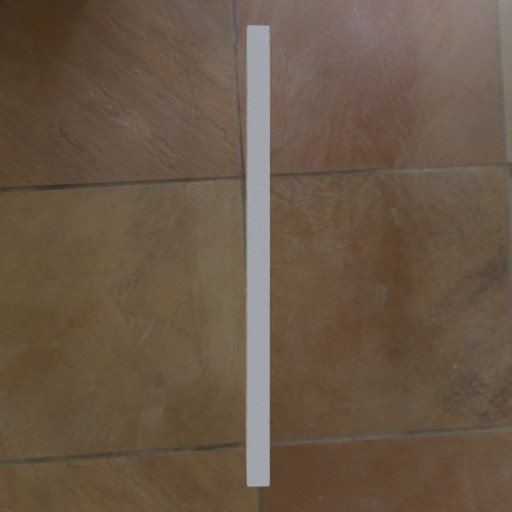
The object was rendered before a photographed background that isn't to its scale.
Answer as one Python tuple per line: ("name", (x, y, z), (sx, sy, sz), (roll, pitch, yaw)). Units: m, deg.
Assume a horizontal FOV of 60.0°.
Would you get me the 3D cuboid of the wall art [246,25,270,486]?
("wall art", (0.000, 0.000, 0.862), (0.038, 0.255, 0.763), (0, 90, -2))
